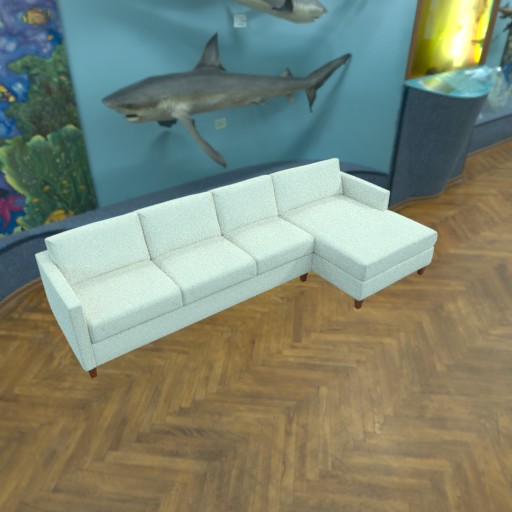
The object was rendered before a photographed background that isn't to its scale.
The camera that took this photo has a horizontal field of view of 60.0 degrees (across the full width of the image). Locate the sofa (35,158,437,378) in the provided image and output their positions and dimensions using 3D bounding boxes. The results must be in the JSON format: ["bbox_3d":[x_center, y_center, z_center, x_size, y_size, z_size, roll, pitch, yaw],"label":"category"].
[{"bbox_3d":[0.000,0.000,4.176,3.471,0.954,1.606,-21,37,-31],"label":"sofa"}]
